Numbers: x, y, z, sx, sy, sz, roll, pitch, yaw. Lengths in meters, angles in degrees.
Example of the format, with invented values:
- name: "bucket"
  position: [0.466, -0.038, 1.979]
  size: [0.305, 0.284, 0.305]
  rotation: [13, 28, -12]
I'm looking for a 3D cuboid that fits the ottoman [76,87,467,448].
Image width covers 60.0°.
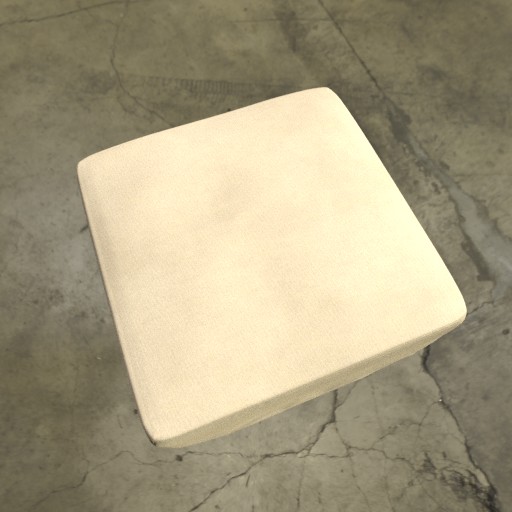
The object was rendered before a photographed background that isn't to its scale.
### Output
- name: "ottoman"
  position: [0.000, 0.000, 1.326]
  size: [0.842, 0.441, 0.843]
  rotation: [-19, 66, -9]
